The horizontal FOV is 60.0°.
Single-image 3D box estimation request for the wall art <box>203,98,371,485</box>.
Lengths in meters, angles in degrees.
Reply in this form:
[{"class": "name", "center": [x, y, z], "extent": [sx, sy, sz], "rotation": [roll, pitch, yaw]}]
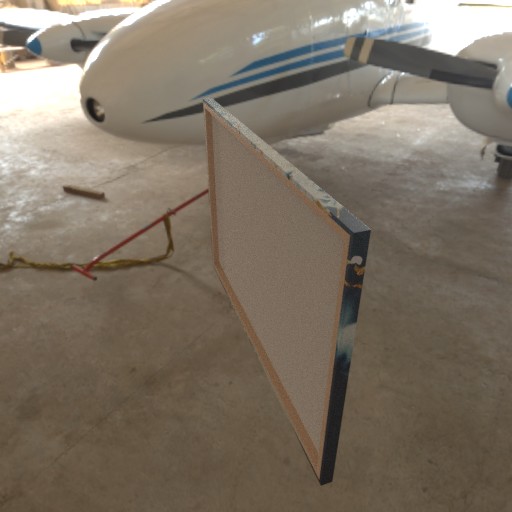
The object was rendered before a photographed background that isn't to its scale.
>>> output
[{"class": "wall art", "center": [0.000, 0.000, 1.436], "extent": [0.035, 0.759, 1.138], "rotation": [-10, 33, -16]}]
